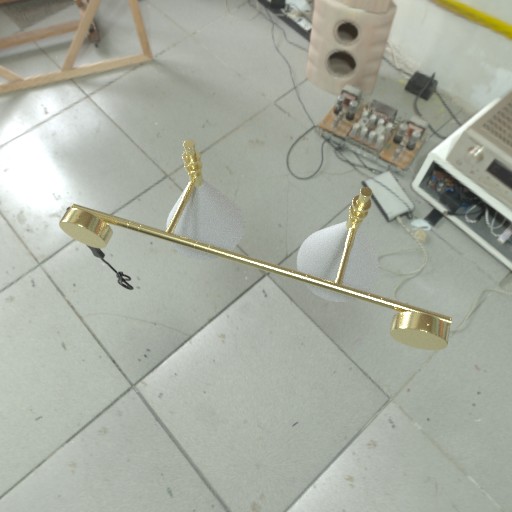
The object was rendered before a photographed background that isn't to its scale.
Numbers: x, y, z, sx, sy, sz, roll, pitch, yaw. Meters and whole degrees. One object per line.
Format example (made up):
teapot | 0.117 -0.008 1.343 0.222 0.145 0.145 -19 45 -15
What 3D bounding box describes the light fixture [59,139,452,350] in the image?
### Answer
light fixture | 0.000 0.000 0.849 0.642 0.468 0.239 17 66 8
